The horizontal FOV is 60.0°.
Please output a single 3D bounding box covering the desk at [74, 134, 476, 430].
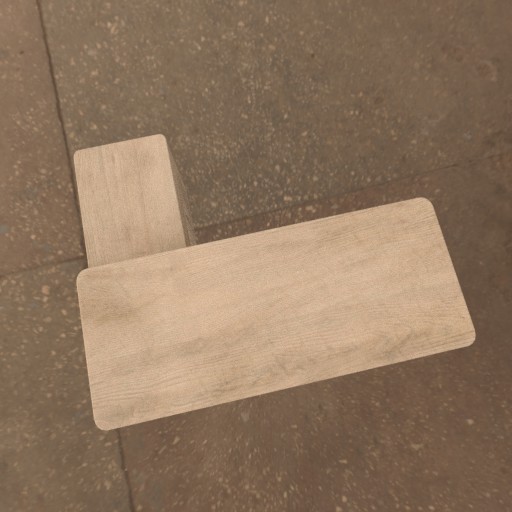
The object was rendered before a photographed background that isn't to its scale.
[{"bbox_3d":[0.000,0.000,2.080,1.400,0.770,1.175,-12,77,-3],"label":"desk"}]
